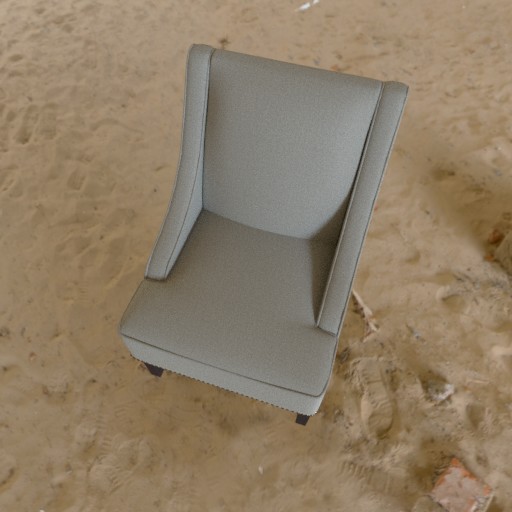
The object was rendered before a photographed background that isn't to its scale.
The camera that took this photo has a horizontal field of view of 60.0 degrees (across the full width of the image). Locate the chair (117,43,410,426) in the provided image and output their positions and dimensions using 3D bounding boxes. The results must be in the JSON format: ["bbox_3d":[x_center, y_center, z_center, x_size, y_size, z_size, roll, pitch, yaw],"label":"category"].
[{"bbox_3d":[0.000,0.000,1.356,0.610,0.864,0.737,15,58,10],"label":"chair"}]
